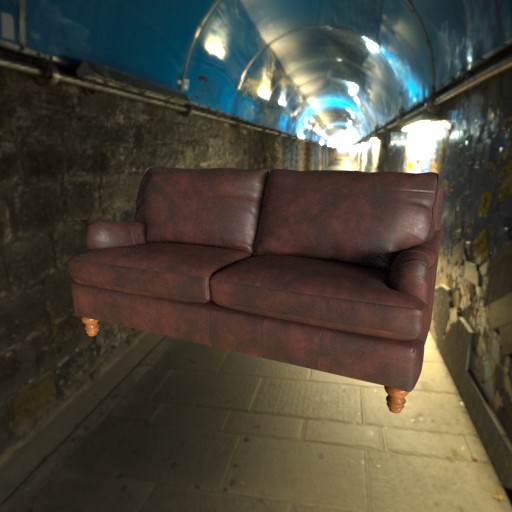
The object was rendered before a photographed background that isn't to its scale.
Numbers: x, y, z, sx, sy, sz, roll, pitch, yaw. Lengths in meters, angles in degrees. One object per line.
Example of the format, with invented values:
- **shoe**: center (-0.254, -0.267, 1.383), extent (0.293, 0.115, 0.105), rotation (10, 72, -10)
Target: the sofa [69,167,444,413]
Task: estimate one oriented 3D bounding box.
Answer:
- **sofa**: center (0.000, 0.000, 2.793), extent (2.144, 1.071, 1.147), rotation (7, 15, 26)
